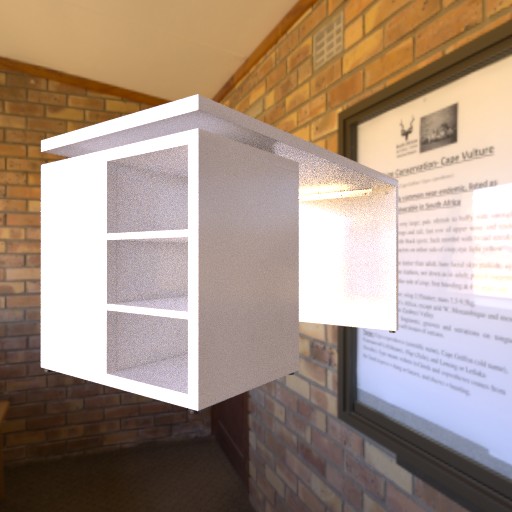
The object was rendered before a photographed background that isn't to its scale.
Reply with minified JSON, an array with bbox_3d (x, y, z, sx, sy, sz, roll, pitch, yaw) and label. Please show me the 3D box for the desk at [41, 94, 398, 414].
[{"bbox_3d":[0.000,0.000,1.787,0.690,0.740,1.400,0,0,36],"label":"desk"}]
